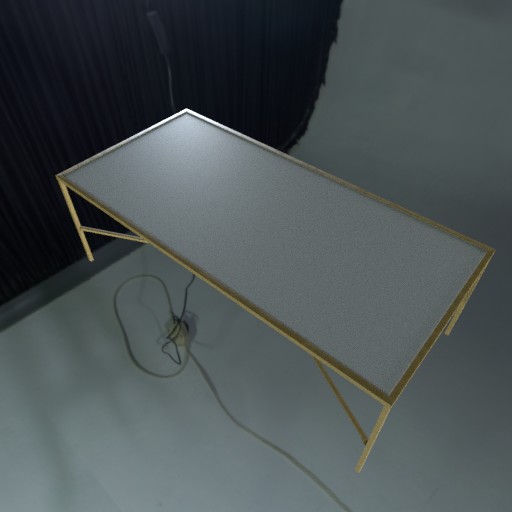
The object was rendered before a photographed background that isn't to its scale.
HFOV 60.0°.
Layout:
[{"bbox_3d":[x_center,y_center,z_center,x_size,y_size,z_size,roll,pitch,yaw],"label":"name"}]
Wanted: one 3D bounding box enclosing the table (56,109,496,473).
[{"bbox_3d":[0.000,0.000,1.457,1.206,0.398,0.580,31,54,27],"label":"table"}]
